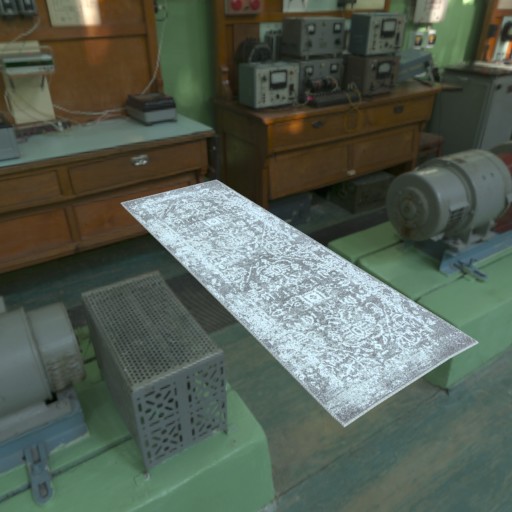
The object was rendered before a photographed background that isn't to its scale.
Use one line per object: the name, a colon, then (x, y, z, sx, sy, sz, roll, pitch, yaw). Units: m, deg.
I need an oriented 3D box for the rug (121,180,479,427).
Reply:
rug: (0.000, 0.000, 2.728, 0.855, 0.017, 2.452, -19, 36, -29)
